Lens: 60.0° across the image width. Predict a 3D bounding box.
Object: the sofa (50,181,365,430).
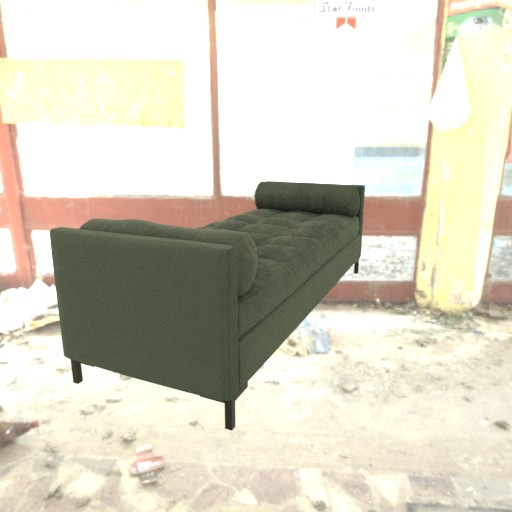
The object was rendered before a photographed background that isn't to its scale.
[{"bbox_3d":[0.000,0.000,2.511,0.817,0.681,2.130,7,17,24],"label":"sofa"}]
